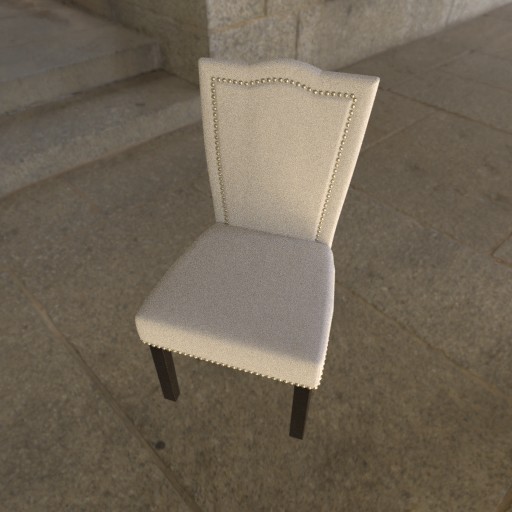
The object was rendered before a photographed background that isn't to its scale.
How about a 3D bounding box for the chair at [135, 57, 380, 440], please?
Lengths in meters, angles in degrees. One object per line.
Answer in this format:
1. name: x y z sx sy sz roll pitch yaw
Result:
1. chair: 0.000 0.000 1.294 0.518 0.946 0.589 12 44 13
